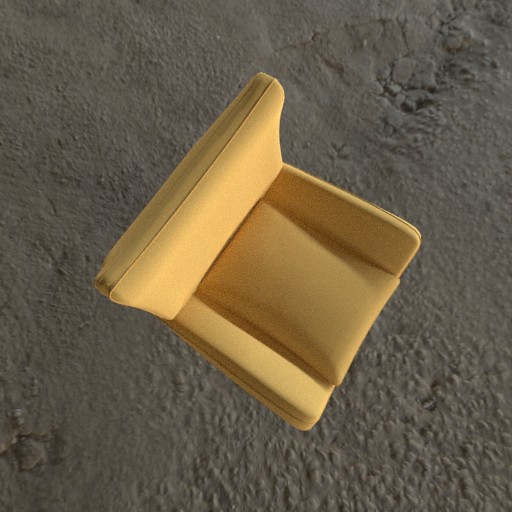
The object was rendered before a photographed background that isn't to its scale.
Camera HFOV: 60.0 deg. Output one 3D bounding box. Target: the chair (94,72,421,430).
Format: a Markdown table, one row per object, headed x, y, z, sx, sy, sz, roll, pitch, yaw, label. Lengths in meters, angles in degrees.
| x | y | z | sx | sy | sz | roll | pitch | yaw | label |
| --- | --- | --- | --- | --- | --- | --- | --- | --- | --- |
| 0.000 | 0.000 | 1.661 | 1.008 | 0.855 | 0.859 | 32 | 76 | 9 | chair |
